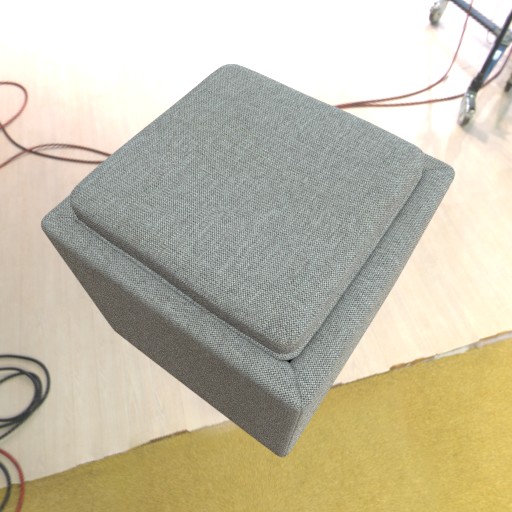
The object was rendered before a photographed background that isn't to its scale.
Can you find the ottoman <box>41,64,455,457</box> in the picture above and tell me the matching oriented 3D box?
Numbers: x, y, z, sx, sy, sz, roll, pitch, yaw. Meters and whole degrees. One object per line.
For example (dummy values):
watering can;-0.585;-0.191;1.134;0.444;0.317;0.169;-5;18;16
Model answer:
ottoman;0.000;0.000;0.796;0.450;0.460;0.450;31;63;18
